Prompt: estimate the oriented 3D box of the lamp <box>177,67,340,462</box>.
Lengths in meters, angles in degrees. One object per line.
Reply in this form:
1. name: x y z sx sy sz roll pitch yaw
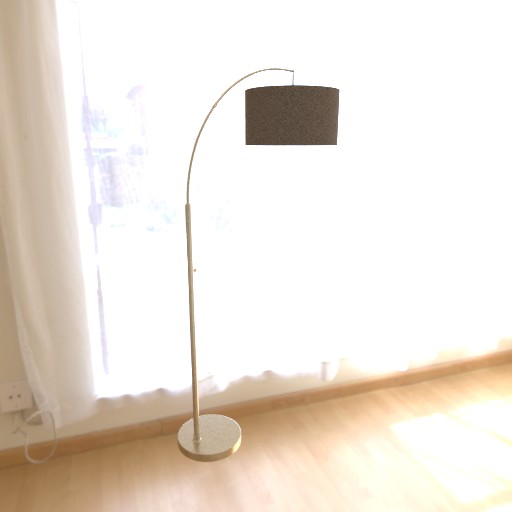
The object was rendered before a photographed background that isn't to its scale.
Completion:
1. lamp: 0.000 0.000 2.149 0.934 1.735 0.452 -14 20 -43
